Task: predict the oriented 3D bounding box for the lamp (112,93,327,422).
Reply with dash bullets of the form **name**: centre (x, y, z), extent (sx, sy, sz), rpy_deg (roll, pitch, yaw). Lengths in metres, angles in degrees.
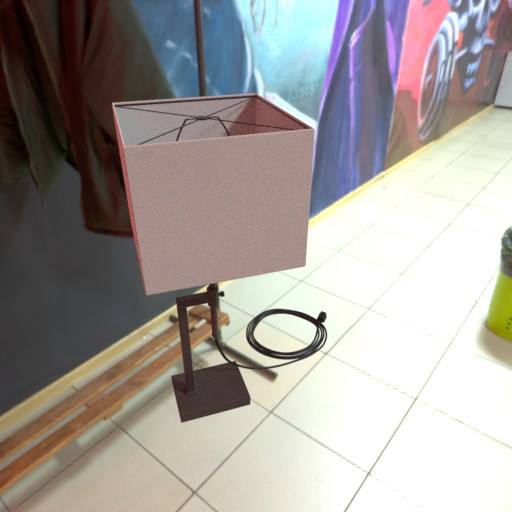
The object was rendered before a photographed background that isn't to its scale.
- **lamp**: centre (0.000, 0.000, 0.985), extent (0.504, 0.660, 0.399), rpy_deg (-10, 32, -16)
